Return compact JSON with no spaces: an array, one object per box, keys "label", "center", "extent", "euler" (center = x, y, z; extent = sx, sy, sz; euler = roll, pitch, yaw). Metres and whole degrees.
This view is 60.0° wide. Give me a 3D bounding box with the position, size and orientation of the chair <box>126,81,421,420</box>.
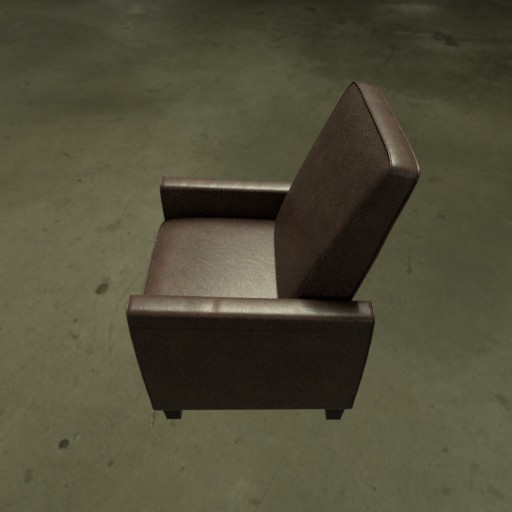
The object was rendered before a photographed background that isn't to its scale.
[{"label":"chair","center":[0.000,0.000,1.501],"extent":[0.746,1.013,0.705],"euler":[0,42,0]}]
